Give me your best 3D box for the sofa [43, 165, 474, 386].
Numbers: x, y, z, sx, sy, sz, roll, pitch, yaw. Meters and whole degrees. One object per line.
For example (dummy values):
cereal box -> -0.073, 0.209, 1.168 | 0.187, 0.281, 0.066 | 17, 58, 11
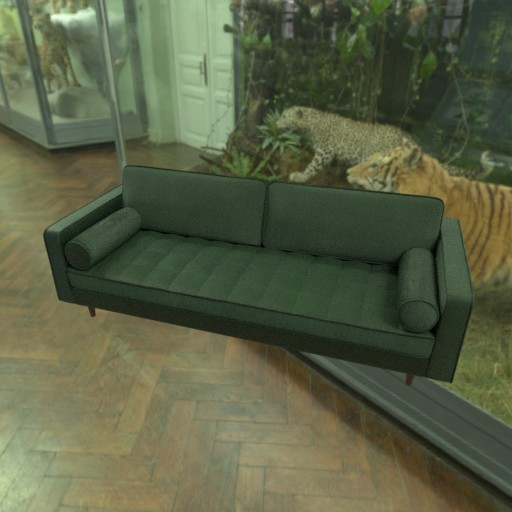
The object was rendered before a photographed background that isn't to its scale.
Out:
sofa -> 0.000, 0.000, 2.572 | 2.199, 0.769, 0.918 | 9, 30, 16
